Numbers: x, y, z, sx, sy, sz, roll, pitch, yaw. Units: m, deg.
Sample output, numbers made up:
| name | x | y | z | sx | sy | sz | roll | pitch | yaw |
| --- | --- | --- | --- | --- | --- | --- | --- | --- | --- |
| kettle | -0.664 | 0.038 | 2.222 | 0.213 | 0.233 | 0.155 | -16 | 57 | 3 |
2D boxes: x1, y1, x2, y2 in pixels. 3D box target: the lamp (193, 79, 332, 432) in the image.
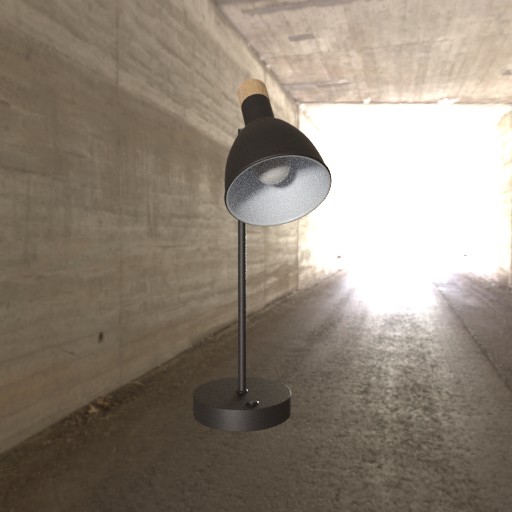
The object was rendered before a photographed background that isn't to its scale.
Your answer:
| name | x | y | z | sx | sy | sz | roll | pitch | yaw |
| --- | --- | --- | --- | --- | --- | --- | --- | --- | --- |
| lamp | 0.000 | 0.000 | 0.613 | 0.152 | 0.483 | 0.287 | -1 | 2 | -18 |
